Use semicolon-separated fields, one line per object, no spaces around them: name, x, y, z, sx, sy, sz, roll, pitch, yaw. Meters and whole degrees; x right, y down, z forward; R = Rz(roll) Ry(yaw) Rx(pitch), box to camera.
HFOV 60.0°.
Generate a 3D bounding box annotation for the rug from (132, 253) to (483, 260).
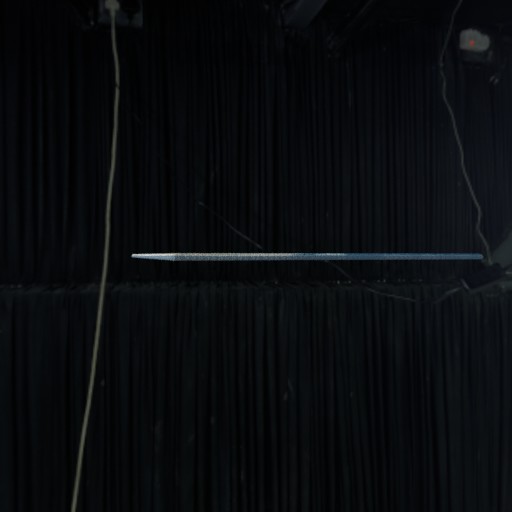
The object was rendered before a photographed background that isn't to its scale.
rug;0.000;0.000;3.070;1.540;0.027;2.450;0;0;-19
